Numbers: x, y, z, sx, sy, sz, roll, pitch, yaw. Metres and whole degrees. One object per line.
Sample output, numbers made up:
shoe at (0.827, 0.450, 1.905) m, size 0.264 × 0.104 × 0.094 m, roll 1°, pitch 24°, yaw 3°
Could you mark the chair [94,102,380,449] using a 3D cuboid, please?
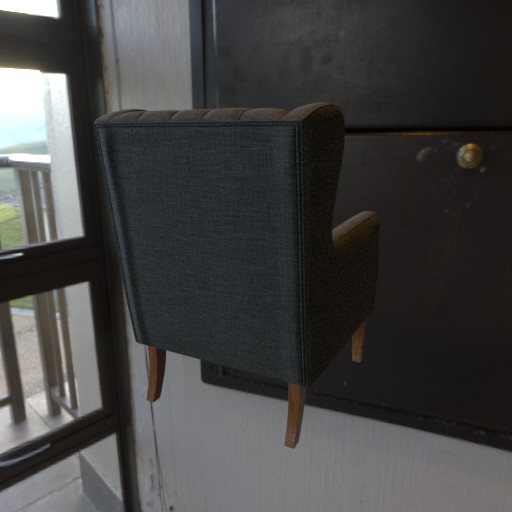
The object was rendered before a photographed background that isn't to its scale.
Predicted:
chair at (0.000, 0.000, 1.521) m, size 0.711 × 0.953 × 0.775 m, roll 8°, pitch 17°, yaw 26°
